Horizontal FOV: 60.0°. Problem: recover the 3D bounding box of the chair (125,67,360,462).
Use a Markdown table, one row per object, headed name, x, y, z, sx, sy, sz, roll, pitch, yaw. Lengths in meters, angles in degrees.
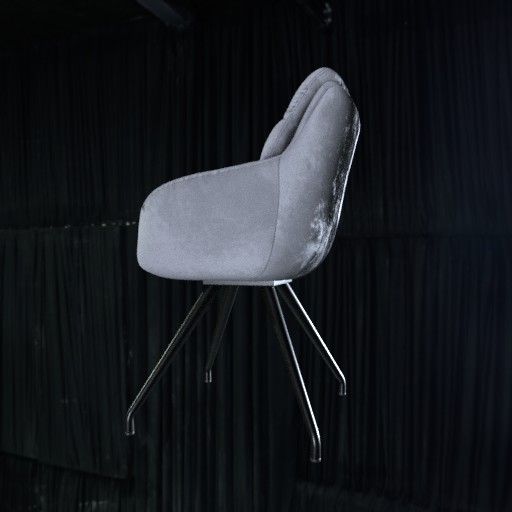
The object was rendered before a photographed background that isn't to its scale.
| name | x | y | z | sx | sy | sz | roll | pitch | yaw |
| --- | --- | --- | --- | --- | --- | --- | --- | --- | --- |
| chair | 0.000 | 0.000 | 1.256 | 0.569 | 0.888 | 0.579 | 0 | 0 | 18 |
